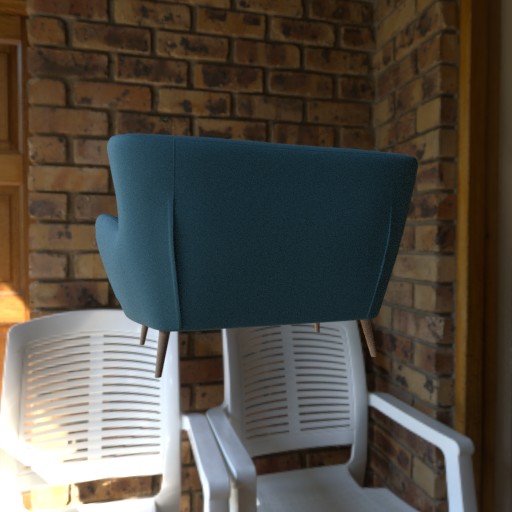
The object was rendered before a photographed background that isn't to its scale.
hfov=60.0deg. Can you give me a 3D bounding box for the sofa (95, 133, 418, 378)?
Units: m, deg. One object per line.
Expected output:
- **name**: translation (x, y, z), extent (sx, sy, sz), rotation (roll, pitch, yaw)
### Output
- **sofa**: translation (0.000, 0.000, 2.038), extent (1.397, 0.889, 0.889), rotation (0, 2, -19)
